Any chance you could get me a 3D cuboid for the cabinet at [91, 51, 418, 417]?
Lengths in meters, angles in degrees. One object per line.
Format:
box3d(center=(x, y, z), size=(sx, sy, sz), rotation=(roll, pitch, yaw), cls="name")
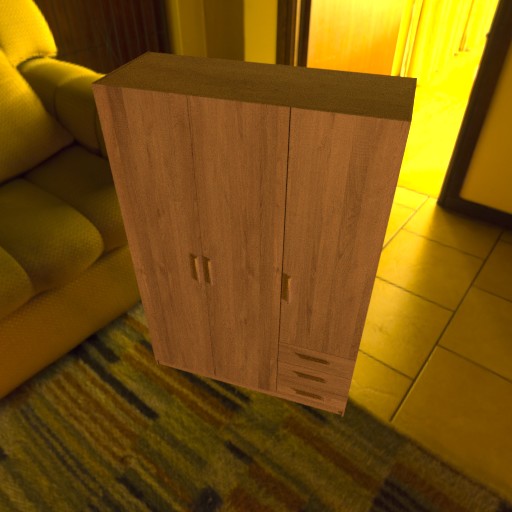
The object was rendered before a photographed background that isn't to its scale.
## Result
box3d(center=(0.000, 0.000, 2.474), size=(1.290, 1.910, 0.510), rotation=(12, 41, 14), cls="cabinet")
